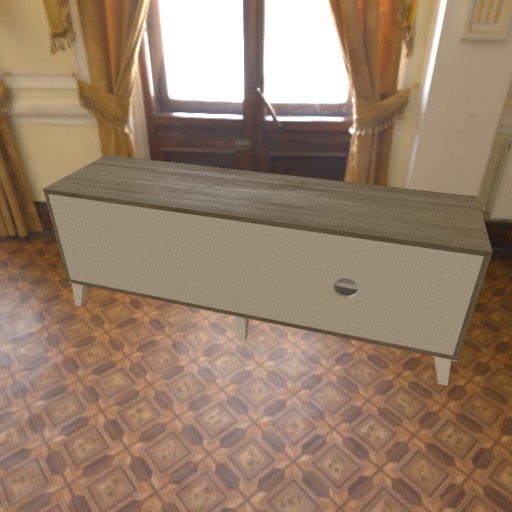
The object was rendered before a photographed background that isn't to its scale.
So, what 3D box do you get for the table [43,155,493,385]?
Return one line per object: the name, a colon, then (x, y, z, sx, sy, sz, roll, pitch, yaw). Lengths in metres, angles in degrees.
table: (0.000, 0.000, 1.720, 1.500, 0.530, 0.400, 9, 32, 15)
